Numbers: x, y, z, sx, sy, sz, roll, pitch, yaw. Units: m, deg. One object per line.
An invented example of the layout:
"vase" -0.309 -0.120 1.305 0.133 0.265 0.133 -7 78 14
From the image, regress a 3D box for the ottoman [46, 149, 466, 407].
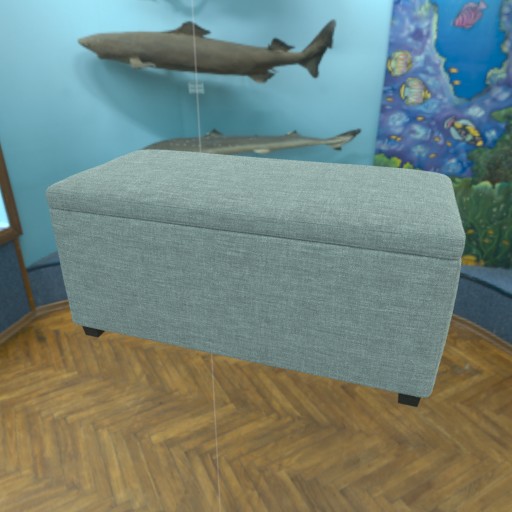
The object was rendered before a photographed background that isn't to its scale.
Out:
"ottoman" 0.000 0.000 1.124 0.902 0.432 0.419 8 27 16
